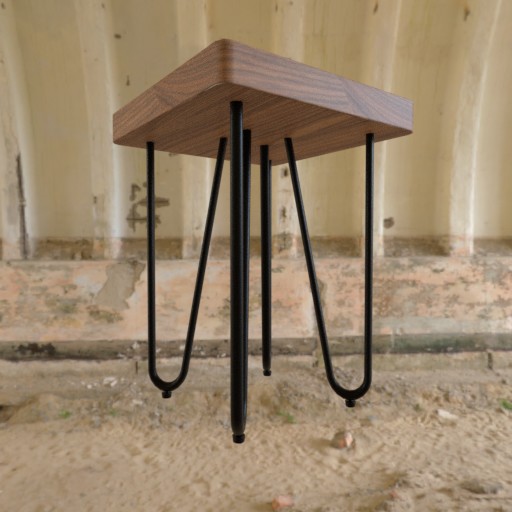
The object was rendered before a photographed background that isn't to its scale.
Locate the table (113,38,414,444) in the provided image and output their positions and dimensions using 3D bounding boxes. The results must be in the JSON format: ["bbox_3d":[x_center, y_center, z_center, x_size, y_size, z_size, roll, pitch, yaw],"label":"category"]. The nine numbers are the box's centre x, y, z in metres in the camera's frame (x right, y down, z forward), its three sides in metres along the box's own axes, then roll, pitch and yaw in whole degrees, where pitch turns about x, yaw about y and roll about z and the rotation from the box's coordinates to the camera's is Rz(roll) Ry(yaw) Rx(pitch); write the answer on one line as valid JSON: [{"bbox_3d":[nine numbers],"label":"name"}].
[{"bbox_3d":[0.000,0.000,0.972,0.479,0.641,0.480,-1,1,-37],"label":"table"}]
